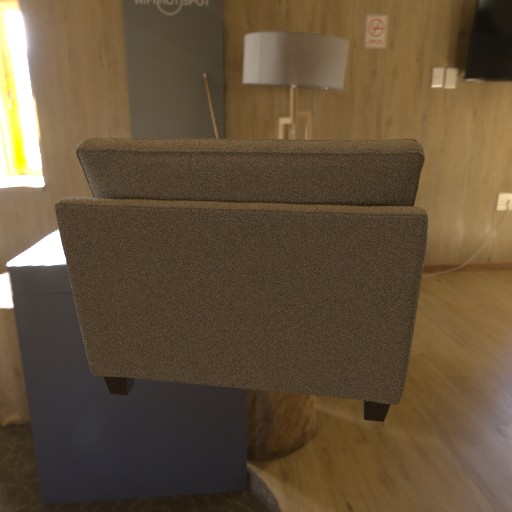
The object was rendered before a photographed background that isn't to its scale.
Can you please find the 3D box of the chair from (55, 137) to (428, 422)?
[{"bbox_3d":[0.000,0.000,1.937,1.220,1.016,1.040,3,17,9],"label":"chair"}]
